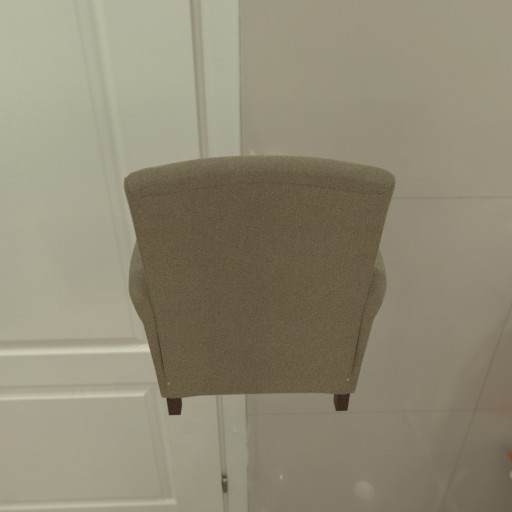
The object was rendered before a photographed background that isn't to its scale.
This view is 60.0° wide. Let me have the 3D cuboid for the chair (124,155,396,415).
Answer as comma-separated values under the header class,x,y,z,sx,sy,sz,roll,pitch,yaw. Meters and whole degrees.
class,x,y,z,sx,sy,sz,roll,pitch,yaw
chair,0.000,0.000,1.790,0.978,1.061,0.905,-1,30,-2
